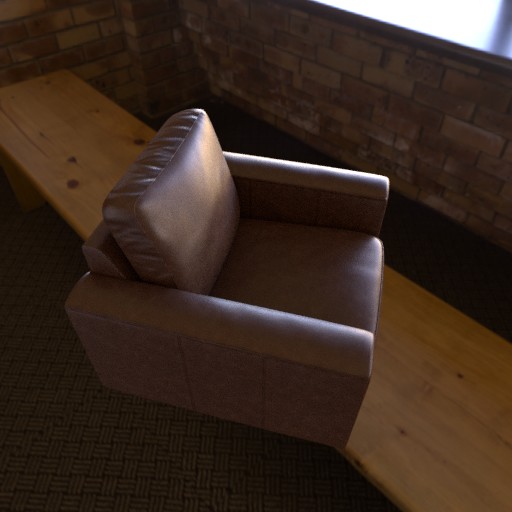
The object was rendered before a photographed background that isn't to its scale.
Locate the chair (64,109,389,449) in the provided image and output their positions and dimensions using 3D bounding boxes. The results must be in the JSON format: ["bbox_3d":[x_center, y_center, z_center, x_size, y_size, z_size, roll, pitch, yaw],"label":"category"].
[{"bbox_3d":[0.000,0.000,1.747,1.016,0.873,1.005,11,47,10],"label":"chair"}]
